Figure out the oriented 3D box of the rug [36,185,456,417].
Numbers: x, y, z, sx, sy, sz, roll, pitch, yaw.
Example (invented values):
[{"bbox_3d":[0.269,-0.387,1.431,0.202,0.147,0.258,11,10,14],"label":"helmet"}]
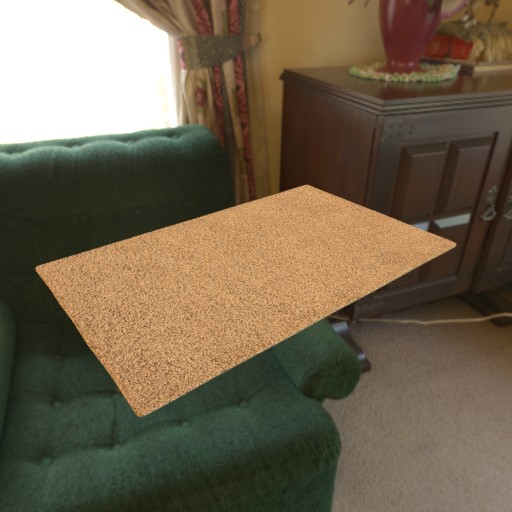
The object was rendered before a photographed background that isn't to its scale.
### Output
[{"bbox_3d":[0.000,0.000,3.002,2.438,0.030,1.524,-21,36,-33],"label":"rug"}]
